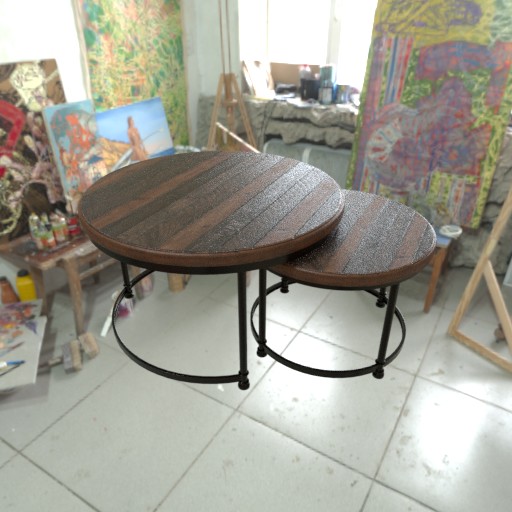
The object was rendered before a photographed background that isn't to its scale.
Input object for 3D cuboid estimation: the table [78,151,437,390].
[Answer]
[{"bbox_3d":[0.000,0.000,1.618,1.152,0.516,0.870,1,31,2],"label":"table"}]
